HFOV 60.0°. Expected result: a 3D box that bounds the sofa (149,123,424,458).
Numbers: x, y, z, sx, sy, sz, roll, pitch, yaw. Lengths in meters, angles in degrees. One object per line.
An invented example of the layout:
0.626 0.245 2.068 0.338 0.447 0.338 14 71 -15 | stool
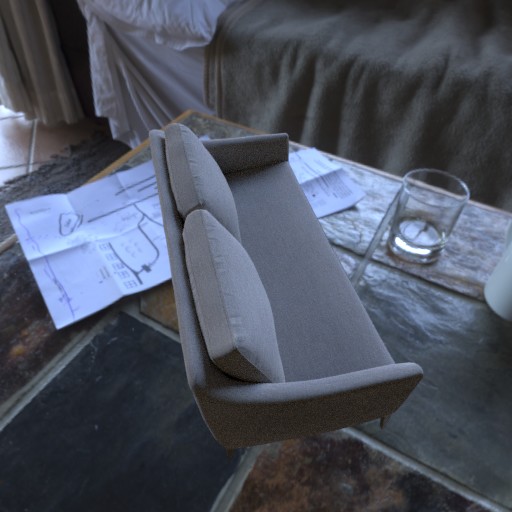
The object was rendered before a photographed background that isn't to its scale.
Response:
0.000 0.000 2.584 0.980 0.913 2.036 -10 47 -10 | sofa
